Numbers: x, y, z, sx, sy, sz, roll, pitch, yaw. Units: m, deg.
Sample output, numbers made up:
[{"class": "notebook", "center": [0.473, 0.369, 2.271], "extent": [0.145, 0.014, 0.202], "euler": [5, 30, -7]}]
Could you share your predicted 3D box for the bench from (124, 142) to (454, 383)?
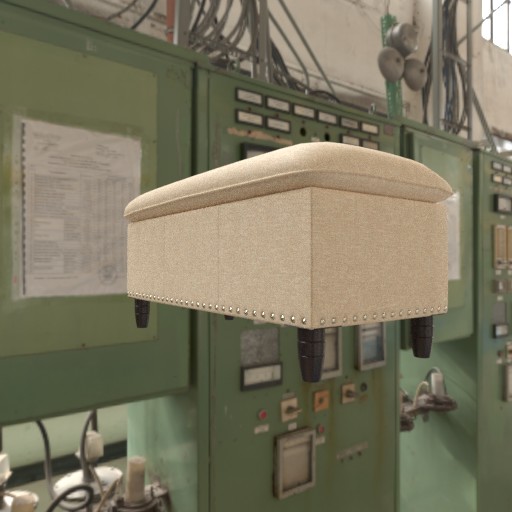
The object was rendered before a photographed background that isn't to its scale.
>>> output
[{"class": "bench", "center": [0.000, 0.000, 1.285], "extent": [0.483, 0.483, 0.991], "euler": [1, -1, -36]}]
